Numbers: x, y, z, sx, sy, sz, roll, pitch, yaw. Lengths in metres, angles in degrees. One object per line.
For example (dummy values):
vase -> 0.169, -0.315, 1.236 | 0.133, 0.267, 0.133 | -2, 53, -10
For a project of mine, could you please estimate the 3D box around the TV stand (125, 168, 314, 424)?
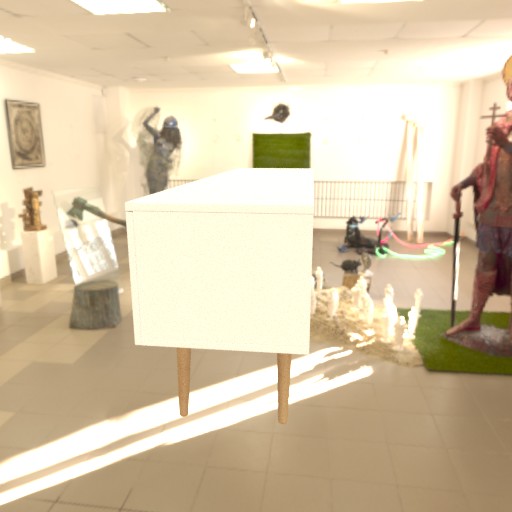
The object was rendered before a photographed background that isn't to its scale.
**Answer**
TV stand -> 0.000, 0.000, 1.619 | 0.401, 0.560, 1.398 | 2, 14, 7
